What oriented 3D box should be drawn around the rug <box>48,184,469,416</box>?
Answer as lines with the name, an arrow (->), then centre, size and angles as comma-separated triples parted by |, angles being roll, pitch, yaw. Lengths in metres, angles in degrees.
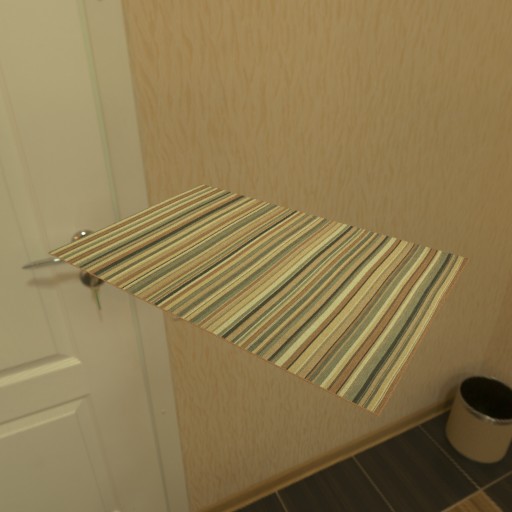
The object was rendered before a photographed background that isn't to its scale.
rug -> 0.000, 0.000, 2.310 | 1.829, 0.008, 1.219 | 20, 36, 30
